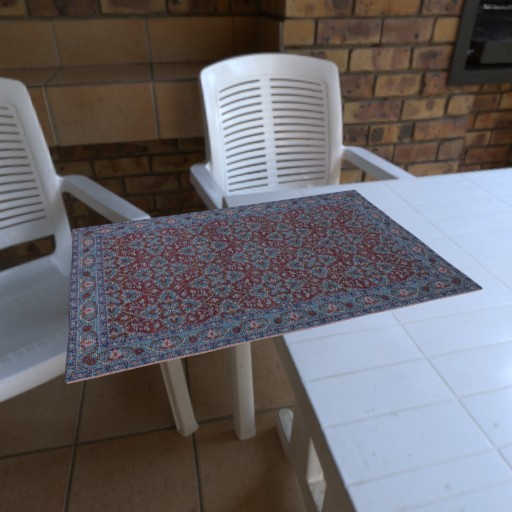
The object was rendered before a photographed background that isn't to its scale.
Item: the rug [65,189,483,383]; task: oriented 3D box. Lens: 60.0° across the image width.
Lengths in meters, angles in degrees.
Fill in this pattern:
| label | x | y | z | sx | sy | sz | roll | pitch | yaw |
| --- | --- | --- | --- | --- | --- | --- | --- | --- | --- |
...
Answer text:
| label | x | y | z | sx | sy | sz | roll | pitch | yaw |
| --- | --- | --- | --- | --- | --- | --- | --- | --- | --- |
| rug | 0.000 | 0.000 | 2.306 | 1.829 | 0.009 | 1.219 | -10 | 33 | -15 |
